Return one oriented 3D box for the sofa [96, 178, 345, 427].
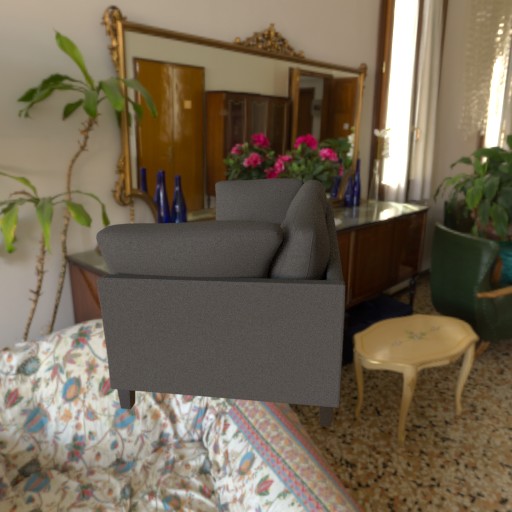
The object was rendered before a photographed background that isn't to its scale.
[{"bbox_3d":[0.000,0.000,2.753,0.969,0.792,2.312,2,15,8],"label":"sofa"}]
